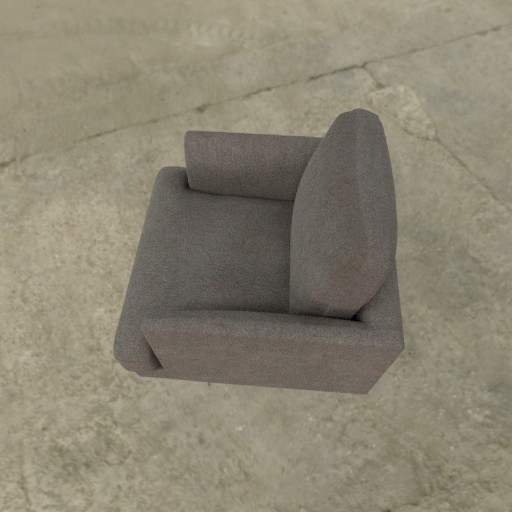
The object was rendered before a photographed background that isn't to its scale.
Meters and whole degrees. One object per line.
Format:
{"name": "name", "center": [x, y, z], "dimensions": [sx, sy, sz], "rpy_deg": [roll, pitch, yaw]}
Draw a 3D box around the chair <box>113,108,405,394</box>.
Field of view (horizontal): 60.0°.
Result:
{"name": "chair", "center": [0.000, 0.000, 1.642], "dimensions": [0.899, 0.957, 0.858], "rpy_deg": [4, 59, 2]}
